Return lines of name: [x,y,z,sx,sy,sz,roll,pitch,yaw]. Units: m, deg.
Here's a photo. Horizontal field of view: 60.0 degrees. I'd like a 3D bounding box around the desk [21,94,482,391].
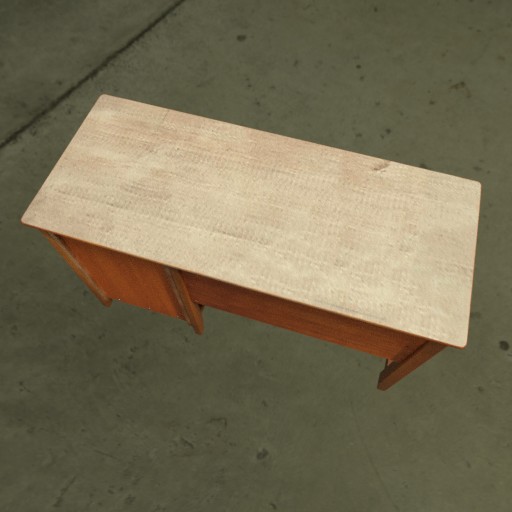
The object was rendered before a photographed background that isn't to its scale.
desk: [0.000,0.000,1.733,1.353,0.756,0.574,15,64,8]
